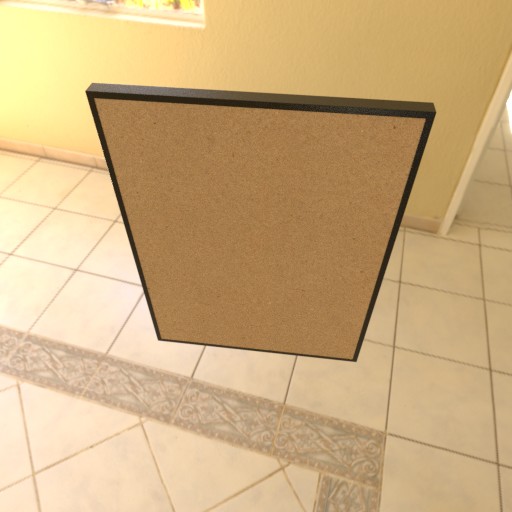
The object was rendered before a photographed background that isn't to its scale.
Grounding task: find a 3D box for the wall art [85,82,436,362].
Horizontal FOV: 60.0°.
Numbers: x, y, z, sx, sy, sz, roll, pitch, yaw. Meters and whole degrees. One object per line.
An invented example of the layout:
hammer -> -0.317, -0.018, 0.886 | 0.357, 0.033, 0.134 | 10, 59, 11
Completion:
wall art -> 0.000, 0.000, 1.380 | 0.788, 1.046, 0.043 | 5, 47, 5
